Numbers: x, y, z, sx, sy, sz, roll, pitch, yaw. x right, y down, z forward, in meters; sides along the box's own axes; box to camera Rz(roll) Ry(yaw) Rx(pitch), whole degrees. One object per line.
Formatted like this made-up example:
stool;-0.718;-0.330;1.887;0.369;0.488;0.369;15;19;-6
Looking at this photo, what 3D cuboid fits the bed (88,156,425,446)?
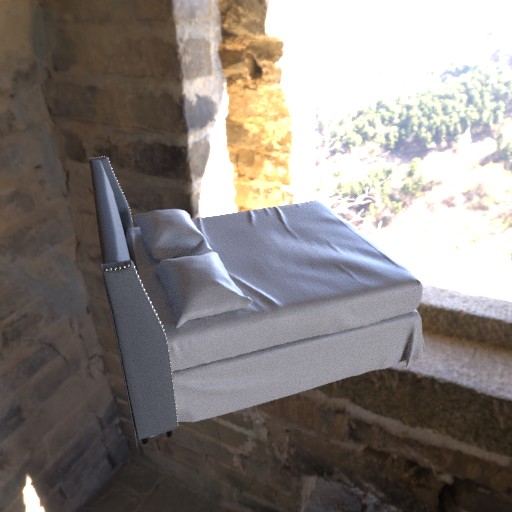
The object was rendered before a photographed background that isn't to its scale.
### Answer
bed;0.000;0.000;3.534;2.276;1.332;1.925;-10;31;-17
